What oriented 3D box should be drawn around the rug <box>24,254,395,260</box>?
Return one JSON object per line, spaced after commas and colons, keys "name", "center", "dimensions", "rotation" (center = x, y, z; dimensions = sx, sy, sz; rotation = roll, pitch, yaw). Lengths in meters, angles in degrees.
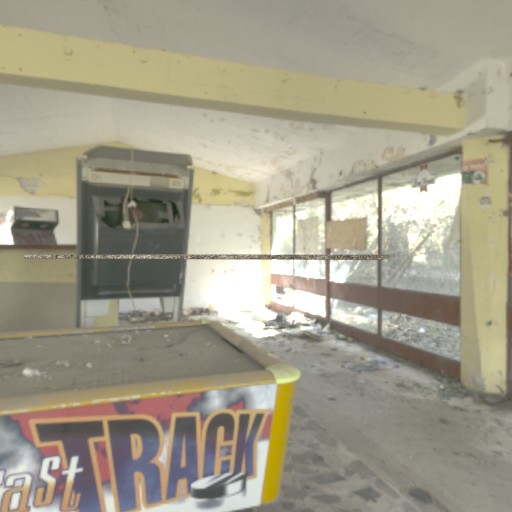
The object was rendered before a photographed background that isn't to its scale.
{"name": "rug", "center": [0.000, 0.000, 4.111], "dimensions": [2.401, 0.025, 3.000], "rotation": [0, 0, 19]}
